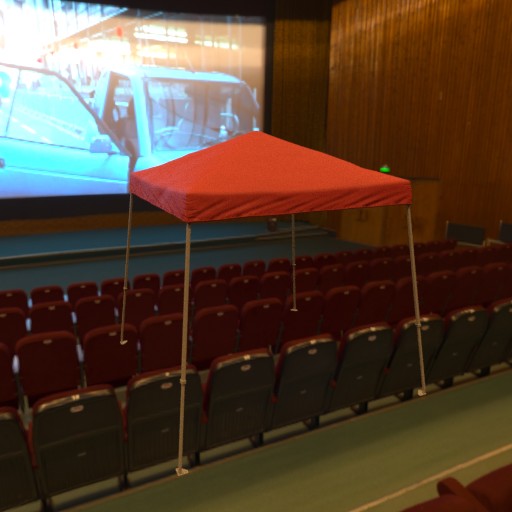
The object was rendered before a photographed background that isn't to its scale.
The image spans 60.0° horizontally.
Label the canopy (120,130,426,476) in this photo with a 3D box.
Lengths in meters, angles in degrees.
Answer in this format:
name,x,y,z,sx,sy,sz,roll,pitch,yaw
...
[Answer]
name,x,y,z,sx,sy,sz,roll,pitch,yaw
canopy,0.000,0.000,6.603,3.600,3.600,3.599,-7,16,-25
